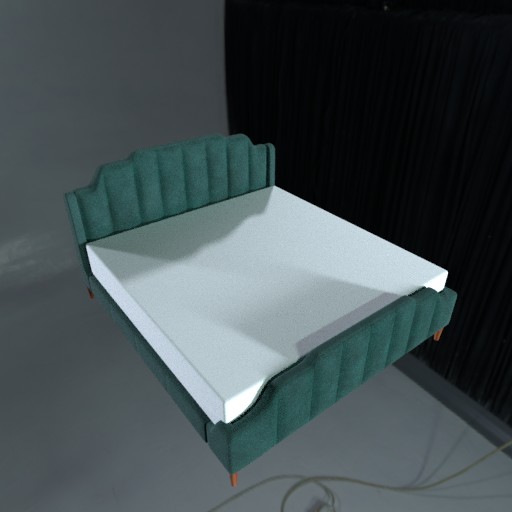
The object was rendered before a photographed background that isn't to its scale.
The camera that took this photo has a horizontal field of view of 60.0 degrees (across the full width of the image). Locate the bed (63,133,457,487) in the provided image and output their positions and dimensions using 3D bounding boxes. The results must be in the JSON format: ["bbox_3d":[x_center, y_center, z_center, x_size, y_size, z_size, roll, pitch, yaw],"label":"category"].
[{"bbox_3d":[0.000,0.000,3.447,2.074,1.245,2.340,-22,38,-31],"label":"bed"}]
